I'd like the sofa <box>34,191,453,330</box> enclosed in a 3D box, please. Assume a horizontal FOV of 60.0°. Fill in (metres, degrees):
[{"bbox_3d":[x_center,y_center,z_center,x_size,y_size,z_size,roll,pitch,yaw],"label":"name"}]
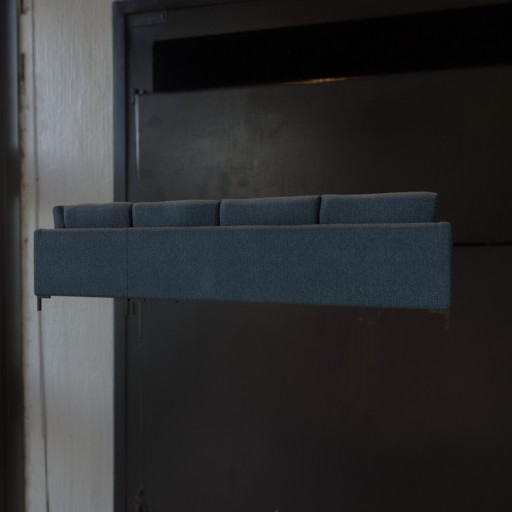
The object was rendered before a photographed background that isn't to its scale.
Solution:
[{"bbox_3d":[0.000,0.000,3.859,2.949,0.815,2.007,0,1,17],"label":"sofa"}]
